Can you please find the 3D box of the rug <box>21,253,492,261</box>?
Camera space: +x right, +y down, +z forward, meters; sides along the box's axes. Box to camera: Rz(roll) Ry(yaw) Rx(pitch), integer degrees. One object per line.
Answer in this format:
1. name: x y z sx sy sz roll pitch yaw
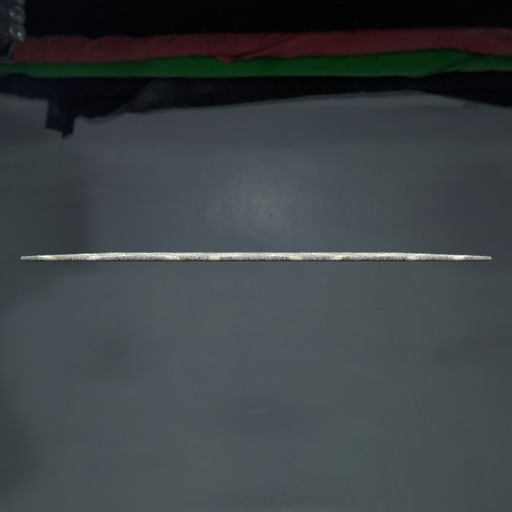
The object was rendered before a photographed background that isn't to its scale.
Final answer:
1. rug: 0.000 0.000 2.945 2.348 0.025 1.501 0 1 0
